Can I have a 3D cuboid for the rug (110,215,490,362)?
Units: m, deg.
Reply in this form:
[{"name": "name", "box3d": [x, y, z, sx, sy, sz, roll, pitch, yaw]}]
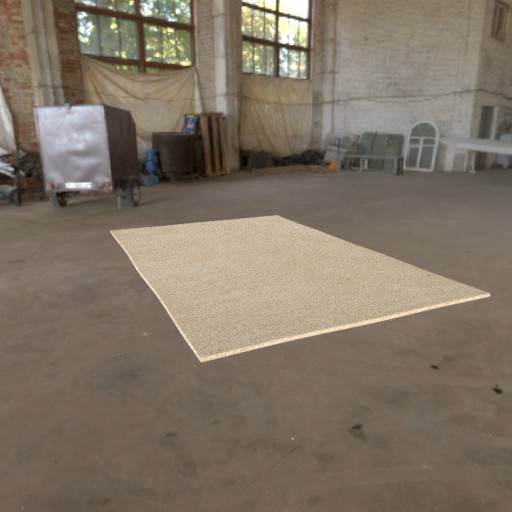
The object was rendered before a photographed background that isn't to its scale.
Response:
[{"name": "rug", "box3d": [0.000, 0.000, 3.431, 1.800, 0.025, 2.699, -7, 18, -24]}]
